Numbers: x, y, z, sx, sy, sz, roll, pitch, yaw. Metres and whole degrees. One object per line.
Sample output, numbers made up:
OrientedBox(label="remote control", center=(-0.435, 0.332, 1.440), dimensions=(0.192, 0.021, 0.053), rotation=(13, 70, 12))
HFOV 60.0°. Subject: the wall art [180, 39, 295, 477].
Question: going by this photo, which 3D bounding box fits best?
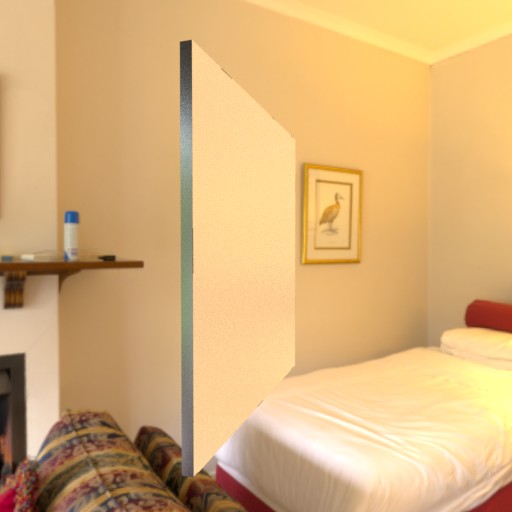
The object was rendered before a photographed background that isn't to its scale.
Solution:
OrientedBox(label="wall art", center=(0.000, 0.000, 0.663), dimensions=(0.014, 0.445, 0.446), rotation=(0, 1, 18))
